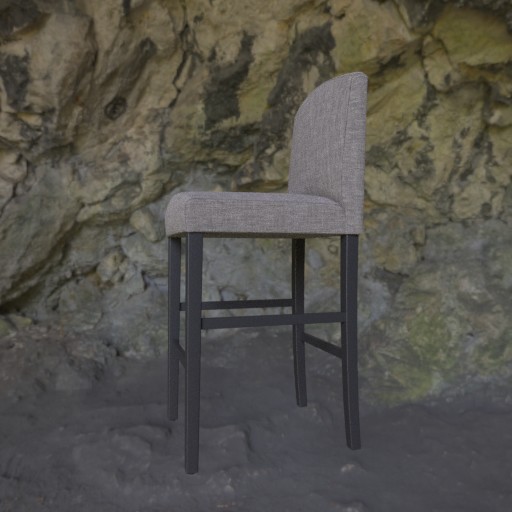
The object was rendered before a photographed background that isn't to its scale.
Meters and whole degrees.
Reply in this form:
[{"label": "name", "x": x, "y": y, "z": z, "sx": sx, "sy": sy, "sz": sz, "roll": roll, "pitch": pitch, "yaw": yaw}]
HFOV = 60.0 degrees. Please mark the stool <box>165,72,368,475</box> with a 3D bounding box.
[{"label": "stool", "x": 0.000, "y": 0.000, "z": 1.417, "sx": 0.552, "sy": 1.138, "sz": 0.451, "roll": 0, "pitch": 0, "yaw": -18}]
